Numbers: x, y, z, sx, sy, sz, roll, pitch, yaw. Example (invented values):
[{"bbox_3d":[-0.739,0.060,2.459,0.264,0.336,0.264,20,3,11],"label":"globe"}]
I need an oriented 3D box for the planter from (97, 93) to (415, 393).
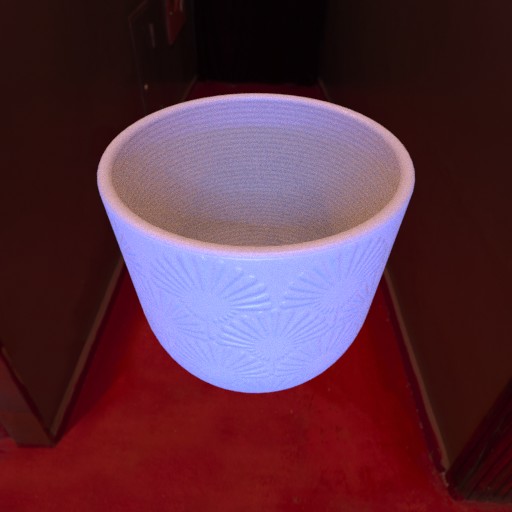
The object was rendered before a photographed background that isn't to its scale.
[{"bbox_3d":[0.000,0.000,0.294,0.170,0.152,0.170,0,42,0],"label":"planter"}]
